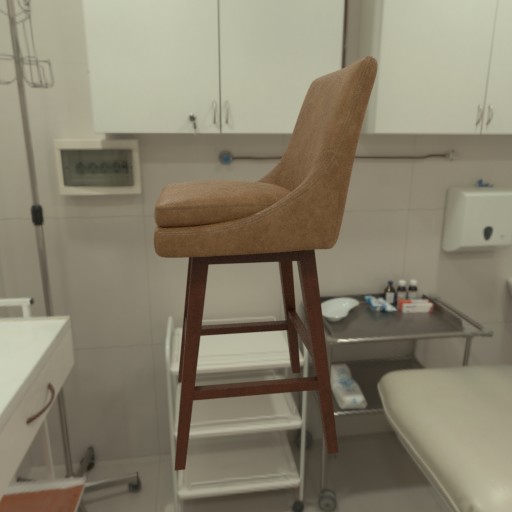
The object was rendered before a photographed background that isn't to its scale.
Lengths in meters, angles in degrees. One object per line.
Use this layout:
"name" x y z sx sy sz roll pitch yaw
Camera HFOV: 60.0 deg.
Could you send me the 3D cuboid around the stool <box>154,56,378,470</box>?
"stool" 0.000 0.000 1.354 0.572 1.079 0.487 -2 15 -8
